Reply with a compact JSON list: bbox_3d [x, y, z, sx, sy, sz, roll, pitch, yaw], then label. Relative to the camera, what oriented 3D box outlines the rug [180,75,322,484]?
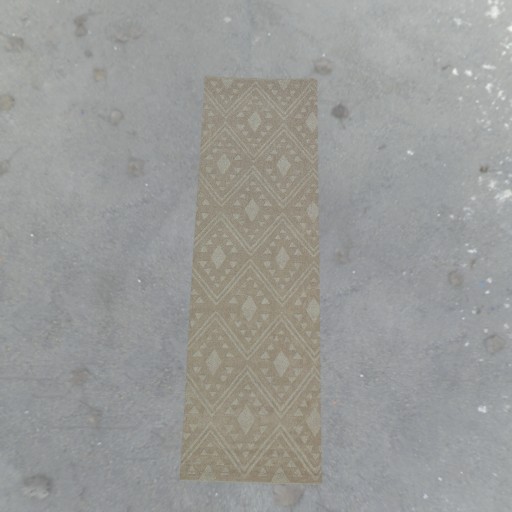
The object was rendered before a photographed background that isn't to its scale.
[{"bbox_3d":[0.000,0.000,2.632,0.752,0.051,2.452,1,75,0],"label":"rug"}]
